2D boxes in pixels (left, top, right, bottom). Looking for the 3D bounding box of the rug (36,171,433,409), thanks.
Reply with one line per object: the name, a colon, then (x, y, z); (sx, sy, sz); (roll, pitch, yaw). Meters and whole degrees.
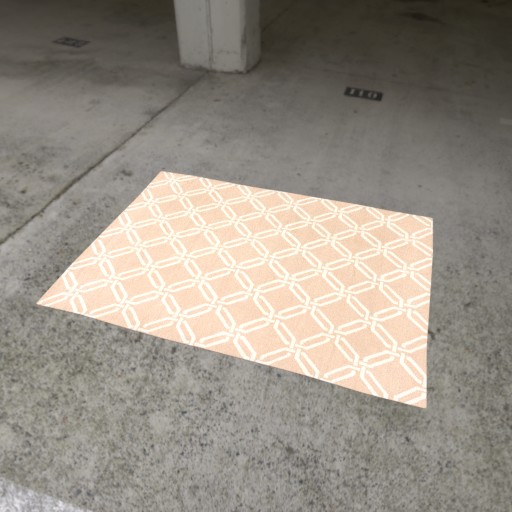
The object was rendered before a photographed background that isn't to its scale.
rug: (0.000, 0.000, 4.429); (3.365, 0.020, 2.452); (12, 42, 13)
